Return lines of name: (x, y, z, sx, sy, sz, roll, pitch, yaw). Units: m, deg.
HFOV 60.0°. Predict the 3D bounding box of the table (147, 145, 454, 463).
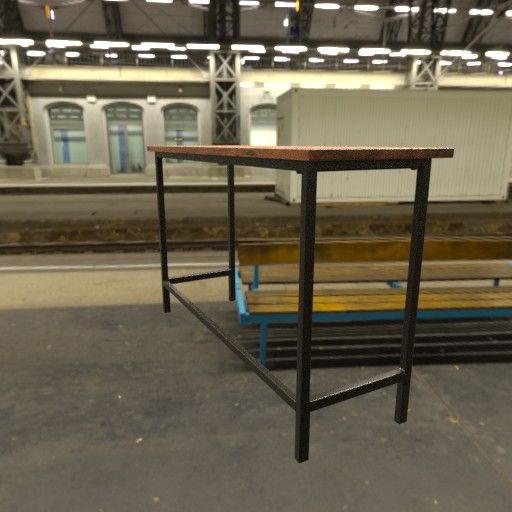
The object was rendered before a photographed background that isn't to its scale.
table: (0.000, 0.000, 1.543, 0.408, 0.740, 1.204, -7, 16, -27)
